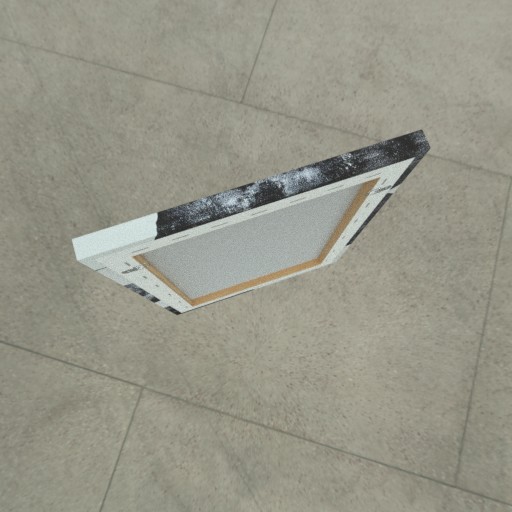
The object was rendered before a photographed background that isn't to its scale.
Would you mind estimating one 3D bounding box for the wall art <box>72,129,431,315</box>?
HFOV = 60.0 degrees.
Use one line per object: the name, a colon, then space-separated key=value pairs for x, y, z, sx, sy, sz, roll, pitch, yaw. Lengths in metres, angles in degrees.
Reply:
wall art: x=0.000 y=0.000 z=1.173 sx=0.610 sy=0.915 sz=0.041 roll=-18 pitch=78 yaw=-4
